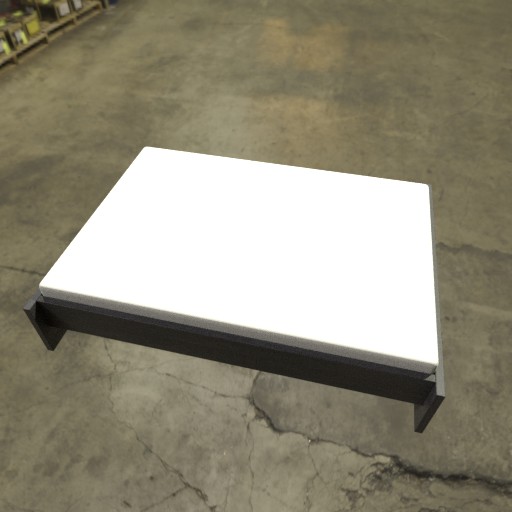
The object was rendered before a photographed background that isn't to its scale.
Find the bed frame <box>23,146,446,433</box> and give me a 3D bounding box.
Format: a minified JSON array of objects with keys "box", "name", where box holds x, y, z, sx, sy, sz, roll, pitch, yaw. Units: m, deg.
[{"box":[0.000,0.000,2.582,1.950,0.432,1.490,10,46,9],"name":"bed frame"}]
